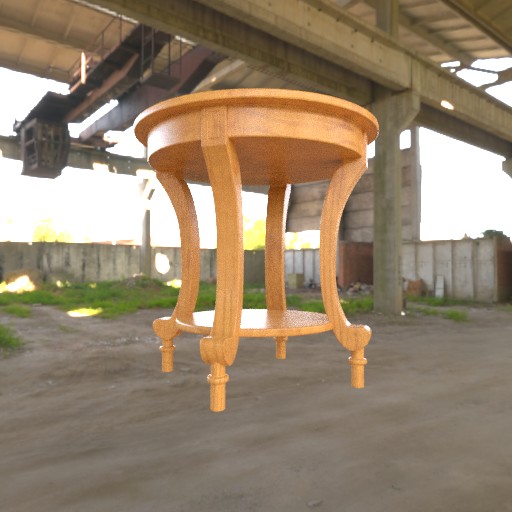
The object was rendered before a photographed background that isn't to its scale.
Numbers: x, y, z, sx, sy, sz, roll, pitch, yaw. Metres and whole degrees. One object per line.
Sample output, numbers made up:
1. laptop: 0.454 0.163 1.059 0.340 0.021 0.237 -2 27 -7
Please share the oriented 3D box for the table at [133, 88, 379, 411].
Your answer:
1. table: 0.000 0.000 1.114 0.597 0.612 0.597 0 -1 0
